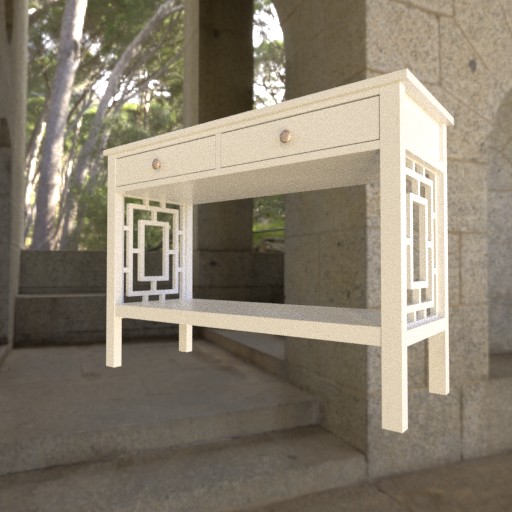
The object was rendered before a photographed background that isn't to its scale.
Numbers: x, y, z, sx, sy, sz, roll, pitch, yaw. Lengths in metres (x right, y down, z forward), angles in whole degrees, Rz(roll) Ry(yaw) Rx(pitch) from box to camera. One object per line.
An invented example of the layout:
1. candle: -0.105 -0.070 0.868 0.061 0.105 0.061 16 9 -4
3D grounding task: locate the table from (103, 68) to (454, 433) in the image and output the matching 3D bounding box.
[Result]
1. table: 0.000 0.000 1.377 1.068 0.753 0.397 -1 -2 37
